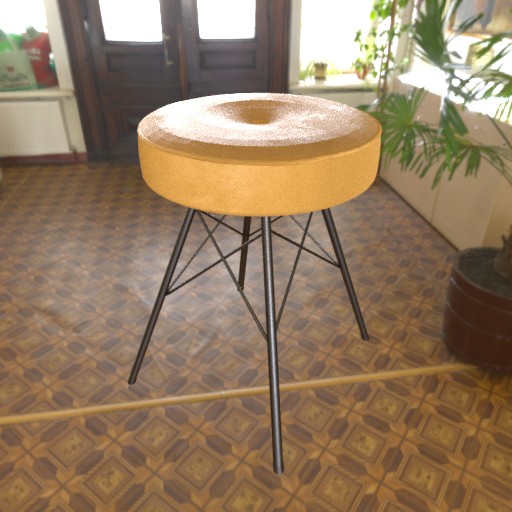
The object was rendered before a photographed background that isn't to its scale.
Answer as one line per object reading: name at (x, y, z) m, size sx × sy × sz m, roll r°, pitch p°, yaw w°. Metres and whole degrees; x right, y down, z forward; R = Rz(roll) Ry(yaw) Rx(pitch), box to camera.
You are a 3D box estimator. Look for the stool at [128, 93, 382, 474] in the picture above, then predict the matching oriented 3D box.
stool at (0.000, 0.000, 0.934) m, size 0.438 × 0.595 × 0.472 m, roll 21°, pitch 37°, yaw 30°
